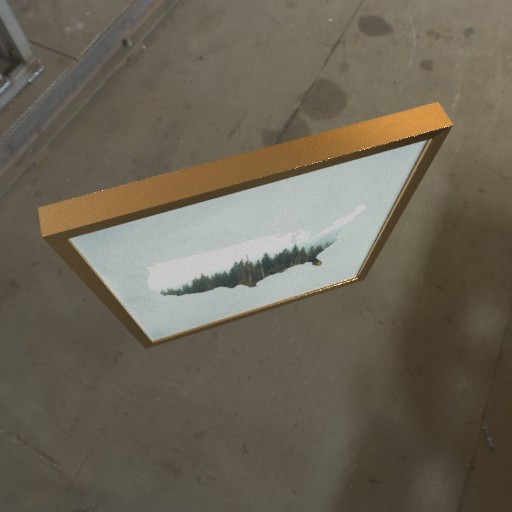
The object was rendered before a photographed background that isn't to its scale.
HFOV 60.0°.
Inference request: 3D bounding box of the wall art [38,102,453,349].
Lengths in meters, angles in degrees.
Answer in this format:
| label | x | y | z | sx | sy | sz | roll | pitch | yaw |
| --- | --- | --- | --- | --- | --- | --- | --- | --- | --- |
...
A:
| label | x | y | z | sx | sy | sz | roll | pitch | yaw |
| --- | --- | --- | --- | --- | --- | --- | --- | --- | --- |
| wall art | 0.000 | 0.000 | 0.759 | 0.509 | 0.509 | 0.040 | -17 | 66 | -8 |
